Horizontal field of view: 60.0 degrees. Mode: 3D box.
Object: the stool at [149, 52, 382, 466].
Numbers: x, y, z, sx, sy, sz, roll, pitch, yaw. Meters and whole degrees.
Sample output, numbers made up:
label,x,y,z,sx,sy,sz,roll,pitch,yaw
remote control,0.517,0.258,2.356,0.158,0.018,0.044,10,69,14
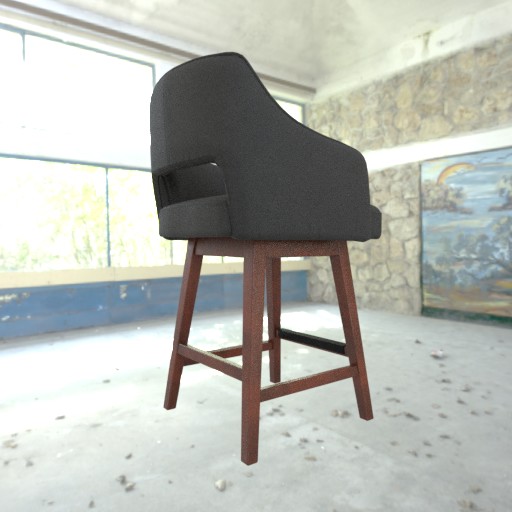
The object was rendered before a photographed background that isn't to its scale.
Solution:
label,x,y,z,sx,sy,sz,roll,pitch,yaw
stool,0.000,0.000,1.247,0.558,0.912,0.548,-1,2,-37
